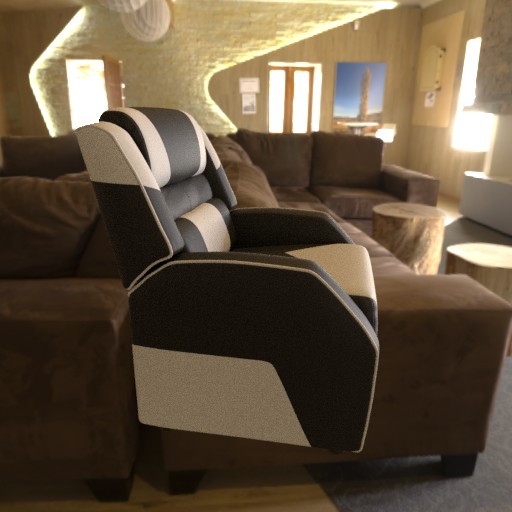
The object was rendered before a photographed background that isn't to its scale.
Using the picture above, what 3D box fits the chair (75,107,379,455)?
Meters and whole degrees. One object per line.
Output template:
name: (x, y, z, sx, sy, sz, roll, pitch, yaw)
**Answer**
chair: (0.000, 0.000, 1.262, 0.672, 0.805, 0.620, 3, 18, 11)
